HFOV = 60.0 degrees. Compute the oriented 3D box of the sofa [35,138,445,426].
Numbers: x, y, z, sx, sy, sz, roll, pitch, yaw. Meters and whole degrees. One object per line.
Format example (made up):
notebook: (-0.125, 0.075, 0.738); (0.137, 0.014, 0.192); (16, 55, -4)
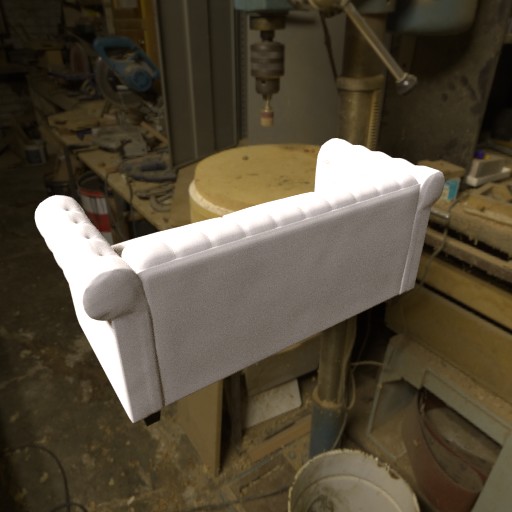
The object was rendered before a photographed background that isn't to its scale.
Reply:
sofa: (0.000, 0.000, 2.220); (1.798, 0.796, 0.771); (-19, 35, -29)
